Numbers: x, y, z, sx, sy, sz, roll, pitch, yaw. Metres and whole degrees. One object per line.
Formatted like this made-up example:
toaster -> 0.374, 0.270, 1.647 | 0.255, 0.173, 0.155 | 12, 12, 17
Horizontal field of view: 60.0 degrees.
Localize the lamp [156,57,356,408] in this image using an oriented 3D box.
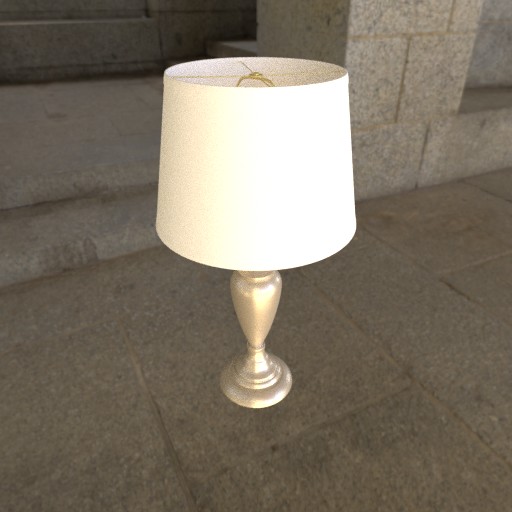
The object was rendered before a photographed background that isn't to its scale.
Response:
lamp -> 0.000, 0.000, 0.780 | 0.328, 0.612, 0.328 | 0, 31, 0
